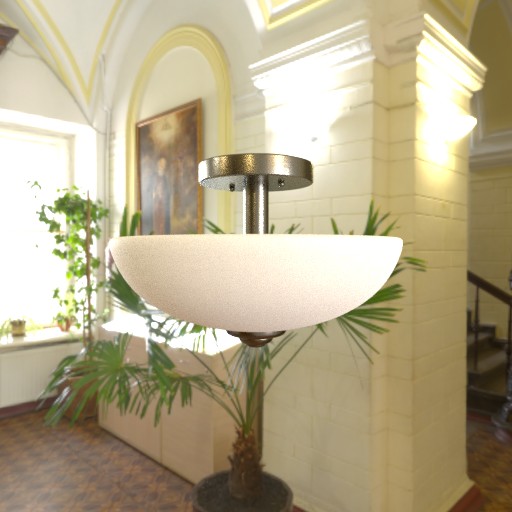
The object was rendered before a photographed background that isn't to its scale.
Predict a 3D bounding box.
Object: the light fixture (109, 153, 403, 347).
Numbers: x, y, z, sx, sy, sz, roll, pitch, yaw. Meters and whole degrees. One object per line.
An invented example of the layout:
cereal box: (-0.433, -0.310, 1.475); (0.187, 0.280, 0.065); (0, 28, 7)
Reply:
light fixture: (0.000, 0.000, 0.525); (0.330, 0.214, 0.330); (0, 1, 0)
